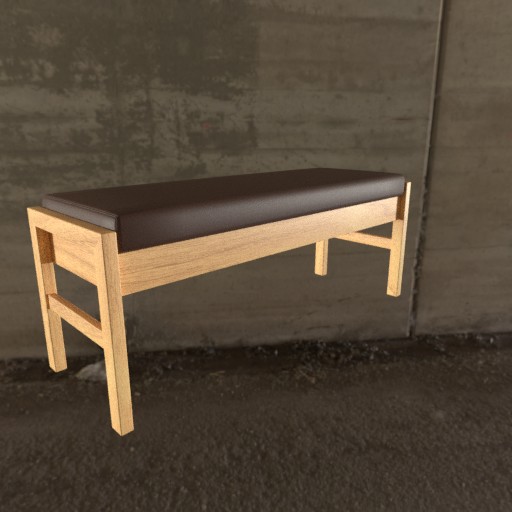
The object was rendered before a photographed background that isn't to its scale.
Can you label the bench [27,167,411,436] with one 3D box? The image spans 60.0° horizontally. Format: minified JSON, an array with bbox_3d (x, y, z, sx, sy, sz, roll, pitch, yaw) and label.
[{"bbox_3d":[0.000,0.000,1.424,1.200,0.480,0.405,-15,22,-42],"label":"bench"}]
